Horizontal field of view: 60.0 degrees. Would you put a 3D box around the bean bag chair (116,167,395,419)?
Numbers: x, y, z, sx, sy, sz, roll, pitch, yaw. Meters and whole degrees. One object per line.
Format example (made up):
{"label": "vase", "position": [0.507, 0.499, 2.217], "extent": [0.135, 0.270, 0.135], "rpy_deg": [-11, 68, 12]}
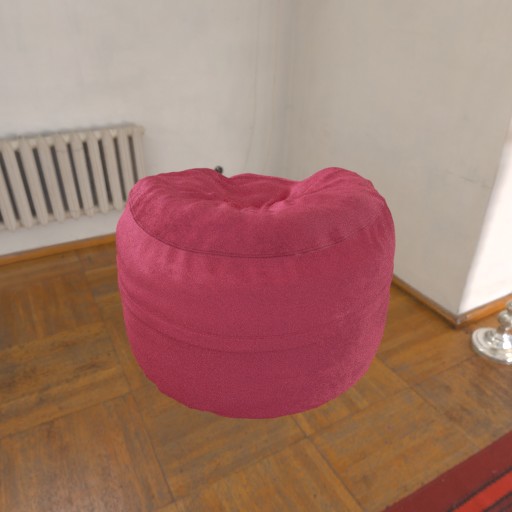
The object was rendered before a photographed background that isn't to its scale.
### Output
{"label": "bean bag chair", "position": [0.000, 0.000, 2.008], "extent": [1.218, 0.788, 1.218], "rpy_deg": [0, 31, 0]}
